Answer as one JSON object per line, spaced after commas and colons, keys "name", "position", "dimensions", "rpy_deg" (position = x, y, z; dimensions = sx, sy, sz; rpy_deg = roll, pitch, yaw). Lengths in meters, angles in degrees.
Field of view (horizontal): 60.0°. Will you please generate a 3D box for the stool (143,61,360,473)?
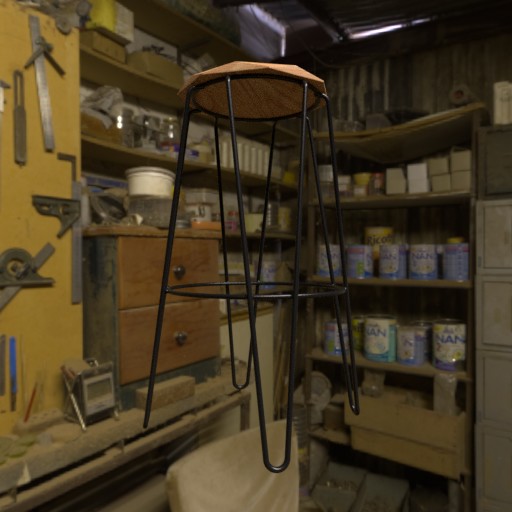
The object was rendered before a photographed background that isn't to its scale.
{"name": "stool", "position": [0.000, 0.000, 0.816], "dimensions": [0.326, 0.610, 0.326], "rpy_deg": [0, 0, 36]}
